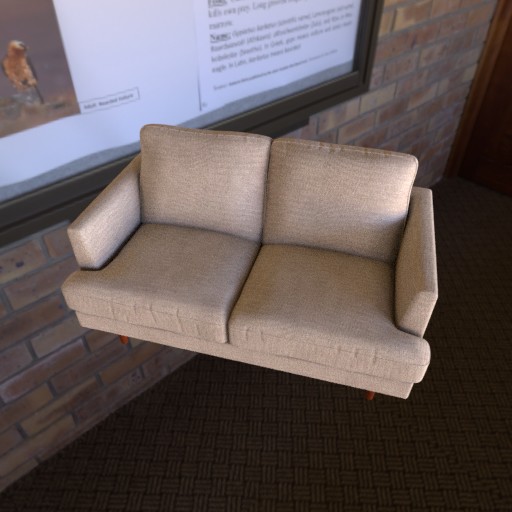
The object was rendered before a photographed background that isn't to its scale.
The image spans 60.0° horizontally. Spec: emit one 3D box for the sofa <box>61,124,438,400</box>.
[{"bbox_3d":[0.000,0.000,2.121,1.582,0.944,0.903,10,42,11],"label":"sofa"}]
